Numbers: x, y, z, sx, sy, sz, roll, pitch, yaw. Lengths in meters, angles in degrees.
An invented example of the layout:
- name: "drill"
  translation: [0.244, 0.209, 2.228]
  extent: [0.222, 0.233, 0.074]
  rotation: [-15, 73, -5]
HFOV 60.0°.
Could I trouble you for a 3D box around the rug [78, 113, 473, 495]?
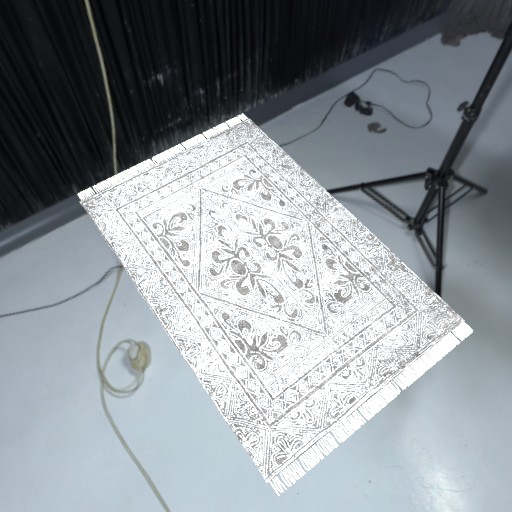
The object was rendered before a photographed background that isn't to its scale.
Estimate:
- name: "rug"
  translation: [0.000, 0.000, 2.989]
  extent: [1.529, 0.010, 2.440]
  rotation: [-32, 63, -18]
